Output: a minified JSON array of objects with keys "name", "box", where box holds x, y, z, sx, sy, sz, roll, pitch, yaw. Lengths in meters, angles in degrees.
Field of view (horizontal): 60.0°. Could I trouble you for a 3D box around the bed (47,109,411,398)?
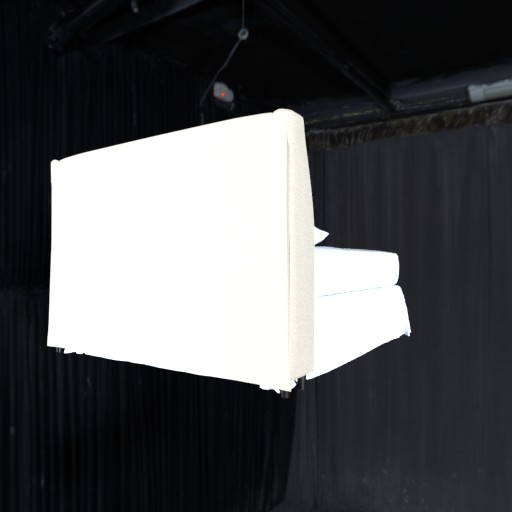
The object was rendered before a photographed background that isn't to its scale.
[{"name":"bed","box":[0.000,0.000,3.434,1.925,1.332,2.276,0,-1,34]}]
